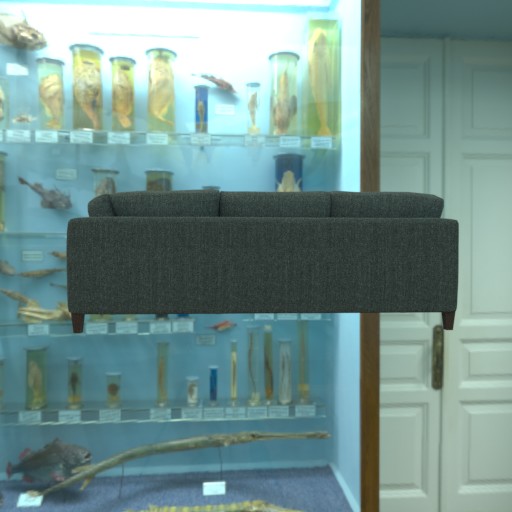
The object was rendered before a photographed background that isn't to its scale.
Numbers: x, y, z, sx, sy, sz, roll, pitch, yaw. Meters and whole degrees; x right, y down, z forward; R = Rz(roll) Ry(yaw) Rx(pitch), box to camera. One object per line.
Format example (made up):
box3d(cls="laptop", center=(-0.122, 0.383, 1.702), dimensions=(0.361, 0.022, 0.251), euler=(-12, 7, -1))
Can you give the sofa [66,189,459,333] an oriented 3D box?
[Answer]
box3d(cls="sofa", center=(0.000, 0.000, 4.488), dimensions=(2.593, 0.947, 3.302), euler=(0, 1, -3))
